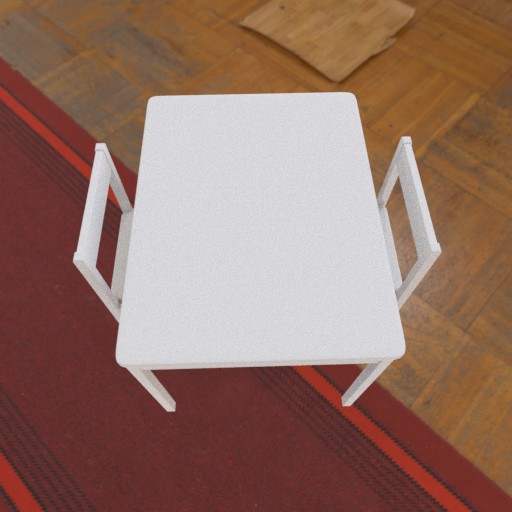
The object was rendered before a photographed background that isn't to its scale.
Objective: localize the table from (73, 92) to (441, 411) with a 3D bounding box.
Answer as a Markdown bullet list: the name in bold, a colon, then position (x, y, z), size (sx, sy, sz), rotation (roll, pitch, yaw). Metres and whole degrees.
- **table**: position (0.000, 0.000, 1.090), size (0.672, 0.503, 0.650), rotation (-1, 61, -1)
